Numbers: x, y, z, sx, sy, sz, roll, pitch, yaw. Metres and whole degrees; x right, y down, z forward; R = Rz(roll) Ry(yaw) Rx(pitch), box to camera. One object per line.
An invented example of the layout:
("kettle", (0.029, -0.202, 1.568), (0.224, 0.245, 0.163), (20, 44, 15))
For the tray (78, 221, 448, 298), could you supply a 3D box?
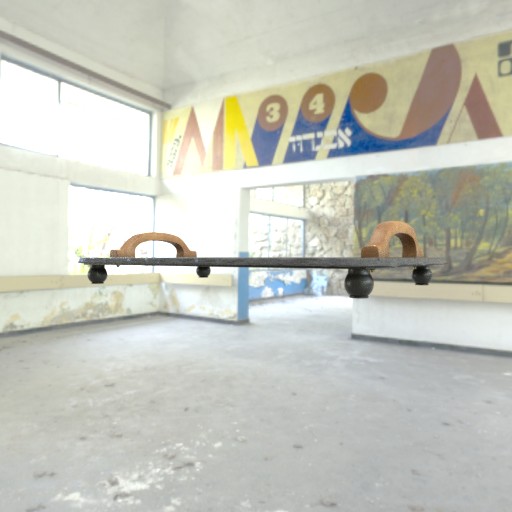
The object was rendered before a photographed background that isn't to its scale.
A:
("tray", (0.000, 0.000, 0.487), (0.387, 0.062, 0.231), (0, 0, 34))
